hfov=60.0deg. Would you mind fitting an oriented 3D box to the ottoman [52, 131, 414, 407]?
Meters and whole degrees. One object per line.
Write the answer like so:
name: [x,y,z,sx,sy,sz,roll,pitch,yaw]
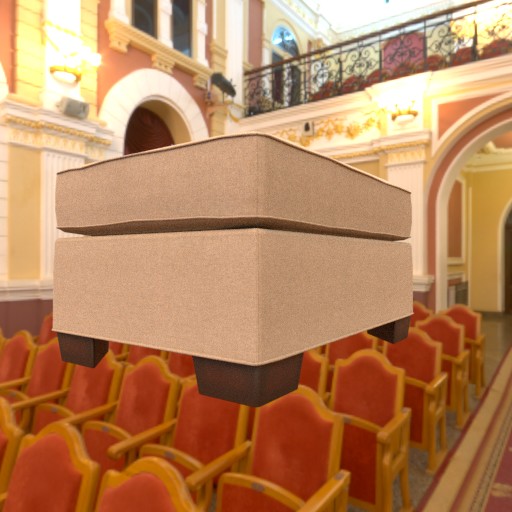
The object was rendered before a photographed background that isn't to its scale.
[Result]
ottoman: [0.000,0.000,1.217,0.617,0.503,0.846,0,0,36]
